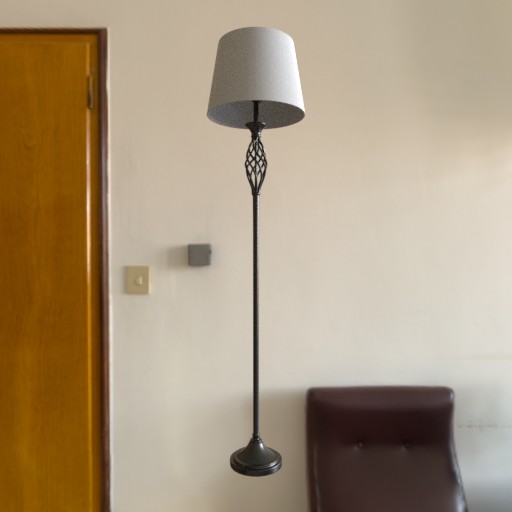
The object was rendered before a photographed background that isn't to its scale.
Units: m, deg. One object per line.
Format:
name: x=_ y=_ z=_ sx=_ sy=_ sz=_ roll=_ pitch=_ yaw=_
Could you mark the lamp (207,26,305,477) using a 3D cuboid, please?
lamp: x=0.000 y=0.000 z=1.721 sx=0.379 sy=1.623 sz=0.379 roll=0 pitch=1 yaw=0
